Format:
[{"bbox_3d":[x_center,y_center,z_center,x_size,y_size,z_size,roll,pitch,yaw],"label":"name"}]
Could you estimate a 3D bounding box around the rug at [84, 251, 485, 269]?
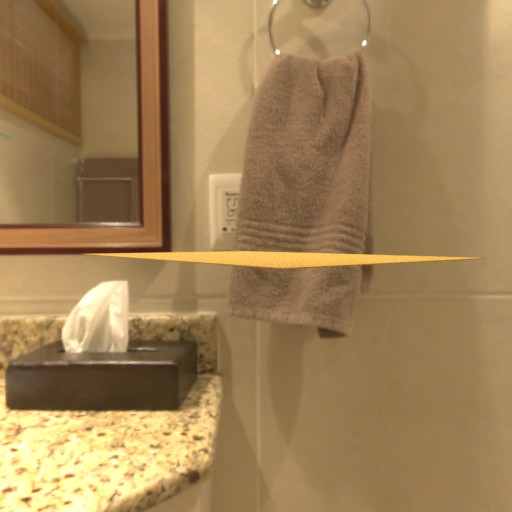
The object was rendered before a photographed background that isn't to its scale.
[{"bbox_3d":[0.000,0.000,3.764,1.981,0.006,2.895,-2,2,-39],"label":"rug"}]
